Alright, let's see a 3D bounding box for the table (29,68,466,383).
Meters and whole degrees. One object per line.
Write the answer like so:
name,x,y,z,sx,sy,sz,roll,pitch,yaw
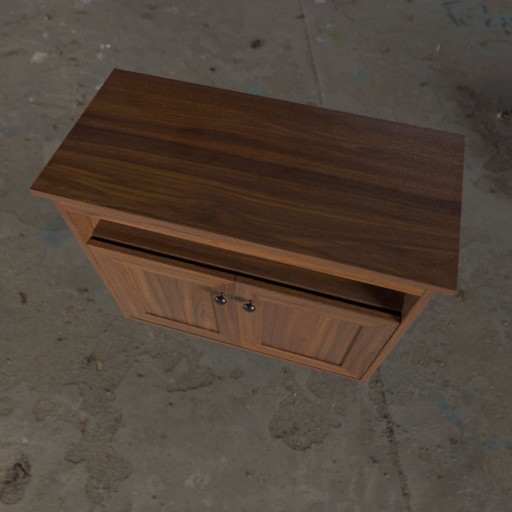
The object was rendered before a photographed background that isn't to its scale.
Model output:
table,0.000,0.000,1.197,0.802,0.725,0.390,14,60,8
